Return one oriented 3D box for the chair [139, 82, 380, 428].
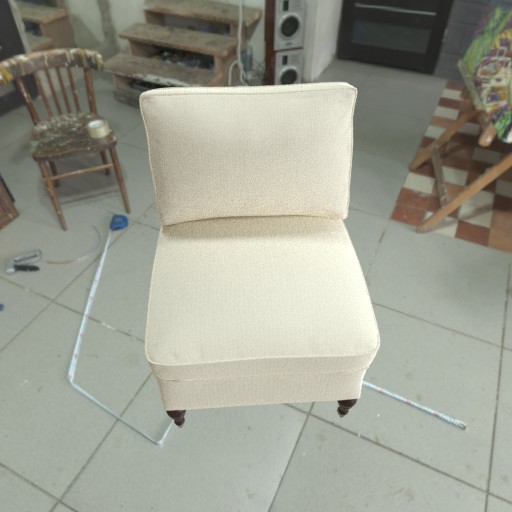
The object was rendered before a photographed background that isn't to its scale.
[{"bbox_3d":[0.000,0.000,1.388,0.630,0.887,0.781,-3,45,-3],"label":"chair"}]
